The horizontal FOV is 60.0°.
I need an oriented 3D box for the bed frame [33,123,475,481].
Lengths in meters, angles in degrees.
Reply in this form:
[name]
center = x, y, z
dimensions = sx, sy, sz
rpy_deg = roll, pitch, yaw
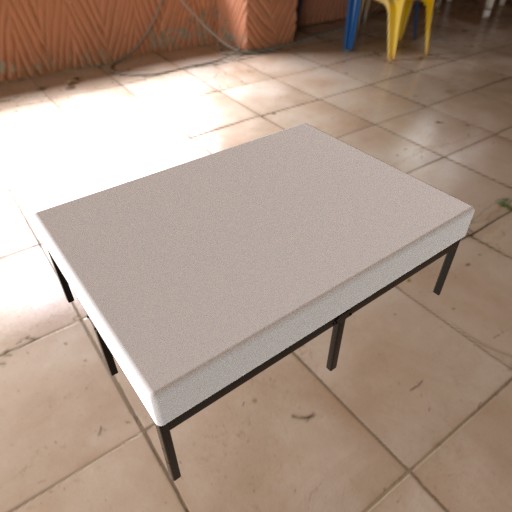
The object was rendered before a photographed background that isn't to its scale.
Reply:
[bed frame]
center = 0.000, 0.000, 2.598
dimensions = 1.956, 0.659, 1.408
rpy_deg = -26, 47, -27
